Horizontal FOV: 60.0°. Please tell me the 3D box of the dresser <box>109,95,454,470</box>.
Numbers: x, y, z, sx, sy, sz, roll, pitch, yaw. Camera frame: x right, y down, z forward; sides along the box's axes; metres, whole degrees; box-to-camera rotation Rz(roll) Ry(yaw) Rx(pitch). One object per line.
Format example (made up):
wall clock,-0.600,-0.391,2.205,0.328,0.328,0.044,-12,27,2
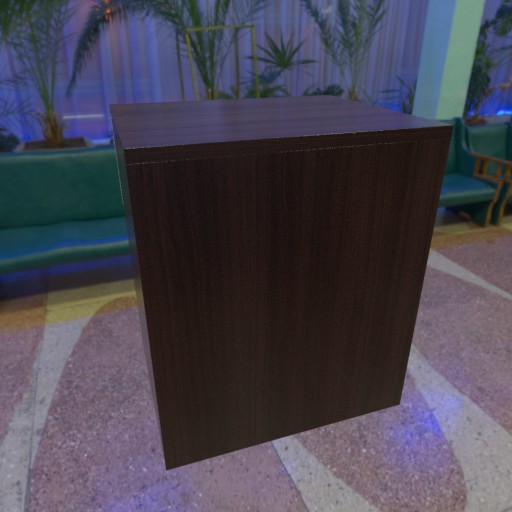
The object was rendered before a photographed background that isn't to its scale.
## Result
dresser,0.000,0.000,0.753,0.400,0.470,0.360,-9,28,-17
